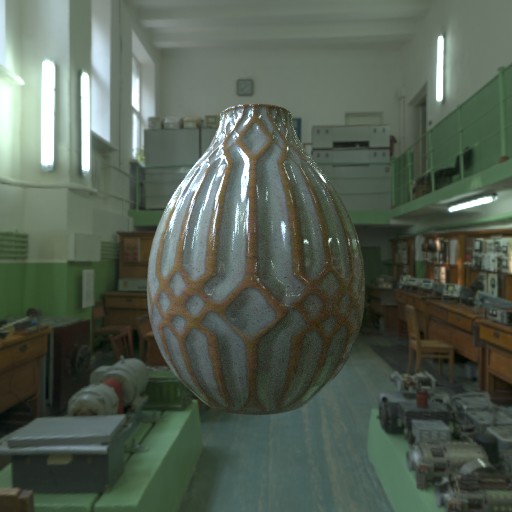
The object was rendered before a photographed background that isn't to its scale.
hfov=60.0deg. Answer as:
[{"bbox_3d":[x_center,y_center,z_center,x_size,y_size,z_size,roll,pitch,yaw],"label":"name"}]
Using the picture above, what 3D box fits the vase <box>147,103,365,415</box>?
[{"bbox_3d":[0.000,0.000,0.274,0.131,0.175,0.131,0,0,0],"label":"vase"}]
